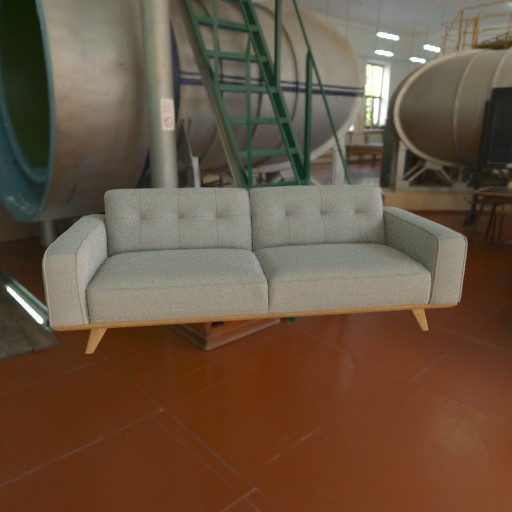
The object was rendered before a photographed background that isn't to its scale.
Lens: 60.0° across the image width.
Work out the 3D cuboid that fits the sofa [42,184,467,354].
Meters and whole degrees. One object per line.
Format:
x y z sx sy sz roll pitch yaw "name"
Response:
0.000 0.000 2.777 2.270 0.781 0.956 -2 17 -8 "sofa"
